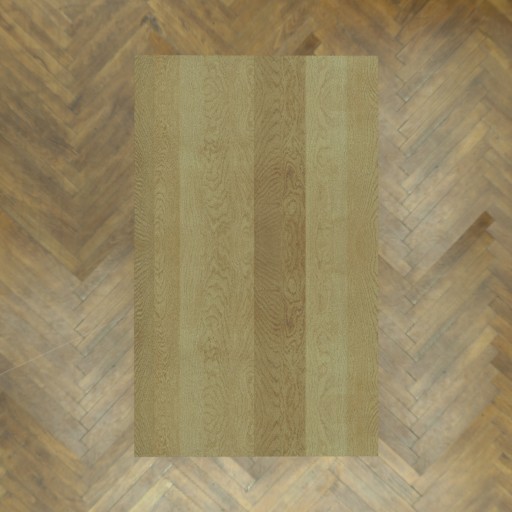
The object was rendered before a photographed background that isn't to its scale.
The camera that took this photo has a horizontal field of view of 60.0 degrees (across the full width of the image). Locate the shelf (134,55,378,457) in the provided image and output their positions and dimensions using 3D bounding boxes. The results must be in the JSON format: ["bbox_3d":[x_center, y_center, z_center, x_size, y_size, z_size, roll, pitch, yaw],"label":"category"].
[{"bbox_3d":[0.000,0.000,1.495,0.700,0.450,1.150,0,90,0],"label":"shelf"}]
